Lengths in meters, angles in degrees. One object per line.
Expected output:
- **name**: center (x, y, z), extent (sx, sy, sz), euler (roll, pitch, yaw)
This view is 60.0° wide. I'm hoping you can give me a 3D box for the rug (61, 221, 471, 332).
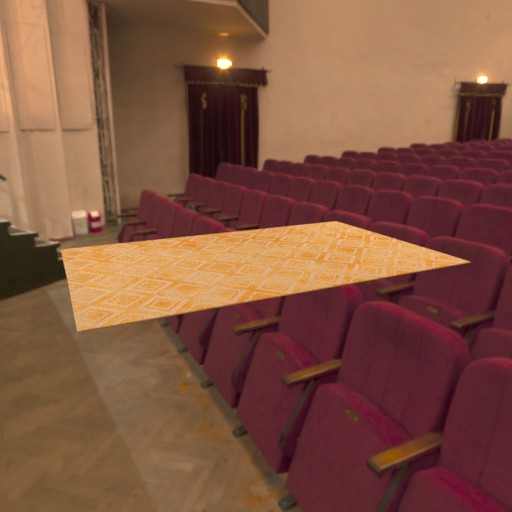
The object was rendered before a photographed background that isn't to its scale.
- **rug**: center (0.000, 0.000, 3.063), extent (2.424, 0.010, 1.511), euler (-7, 17, -25)
